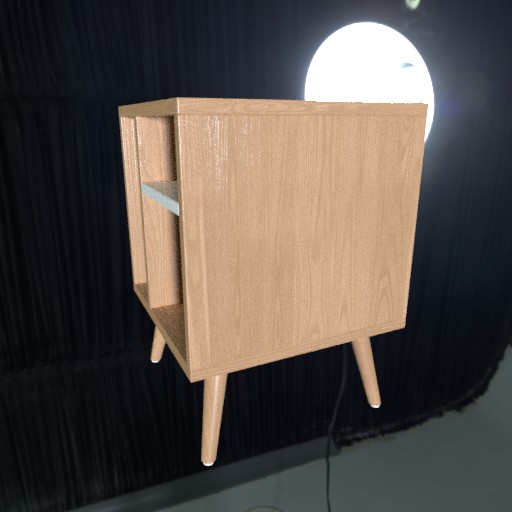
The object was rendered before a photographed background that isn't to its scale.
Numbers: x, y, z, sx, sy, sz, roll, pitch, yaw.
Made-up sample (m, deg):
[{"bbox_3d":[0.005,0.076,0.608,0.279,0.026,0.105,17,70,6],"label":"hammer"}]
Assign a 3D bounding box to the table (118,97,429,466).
[{"bbox_3d":[0.000,0.000,0.852,0.400,0.550,0.400,-8,19,-25],"label":"table"}]
